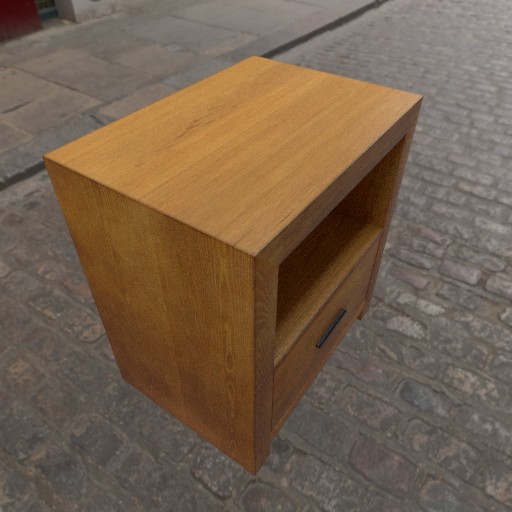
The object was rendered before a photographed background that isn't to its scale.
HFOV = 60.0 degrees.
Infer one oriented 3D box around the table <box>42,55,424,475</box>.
[{"bbox_3d":[0.000,0.000,0.950,0.400,0.605,0.550,25,48,25],"label":"table"}]
